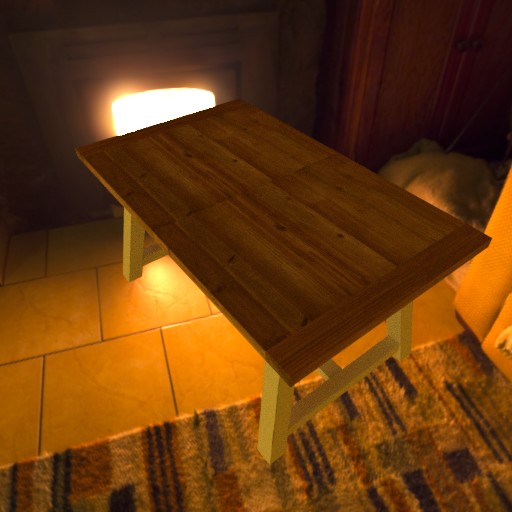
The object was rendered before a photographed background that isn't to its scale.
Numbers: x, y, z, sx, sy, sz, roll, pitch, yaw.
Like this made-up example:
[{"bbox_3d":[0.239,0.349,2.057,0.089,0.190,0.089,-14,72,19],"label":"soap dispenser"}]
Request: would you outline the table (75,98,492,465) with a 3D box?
[{"bbox_3d":[0.000,0.000,2.025,0.922,0.743,1.503,-27,49,-27],"label":"table"}]
